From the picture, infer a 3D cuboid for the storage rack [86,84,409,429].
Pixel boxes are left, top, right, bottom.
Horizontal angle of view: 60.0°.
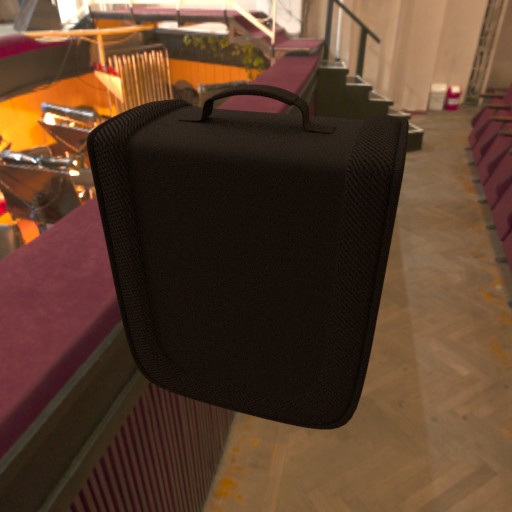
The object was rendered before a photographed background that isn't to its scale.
[{"bbox_3d":[0.000,0.000,0.533,0.297,0.387,0.168,9,32,15],"label":"storage rack"}]
